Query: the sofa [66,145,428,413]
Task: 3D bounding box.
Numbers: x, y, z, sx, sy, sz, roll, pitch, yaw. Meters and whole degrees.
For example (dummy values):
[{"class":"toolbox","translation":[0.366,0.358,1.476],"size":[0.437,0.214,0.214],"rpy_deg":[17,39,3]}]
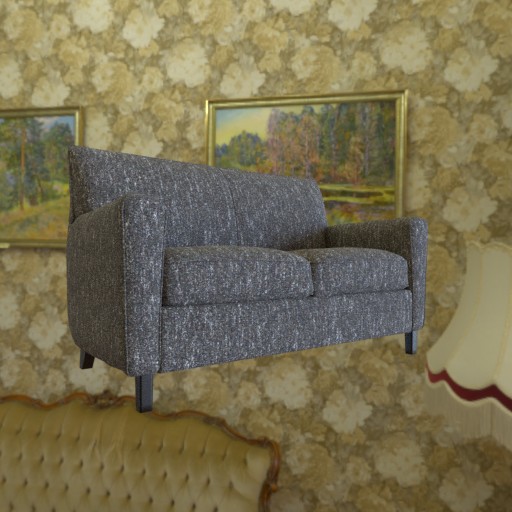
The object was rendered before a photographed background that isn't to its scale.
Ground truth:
[{"class":"sofa","translation":[0.000,0.000,2.028],"size":[1.519,0.946,0.801],"rpy_deg":[0,0,-36]}]
